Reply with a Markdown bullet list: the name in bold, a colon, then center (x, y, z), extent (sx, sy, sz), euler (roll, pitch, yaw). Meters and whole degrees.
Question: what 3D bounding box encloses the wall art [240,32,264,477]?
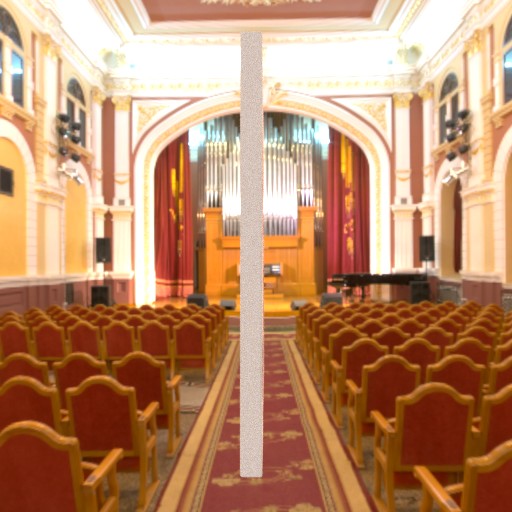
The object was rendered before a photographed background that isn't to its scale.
- **wall art**: center (0.000, 0.000, 1.129), extent (0.037, 0.757, 0.757), euler (0, -1, 1)
